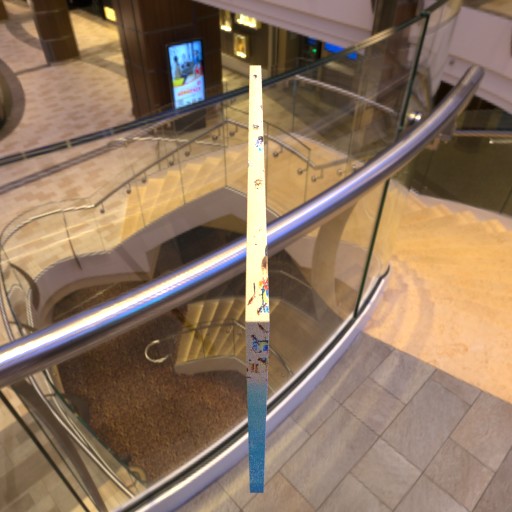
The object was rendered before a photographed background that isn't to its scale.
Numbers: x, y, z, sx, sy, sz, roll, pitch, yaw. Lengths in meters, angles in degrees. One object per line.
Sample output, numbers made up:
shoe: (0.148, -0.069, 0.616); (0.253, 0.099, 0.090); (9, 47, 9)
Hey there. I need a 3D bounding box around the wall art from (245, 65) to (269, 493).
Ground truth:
wall art: (0.000, 0.000, 1.402); (0.040, 0.769, 1.136); (0, 43, 0)
